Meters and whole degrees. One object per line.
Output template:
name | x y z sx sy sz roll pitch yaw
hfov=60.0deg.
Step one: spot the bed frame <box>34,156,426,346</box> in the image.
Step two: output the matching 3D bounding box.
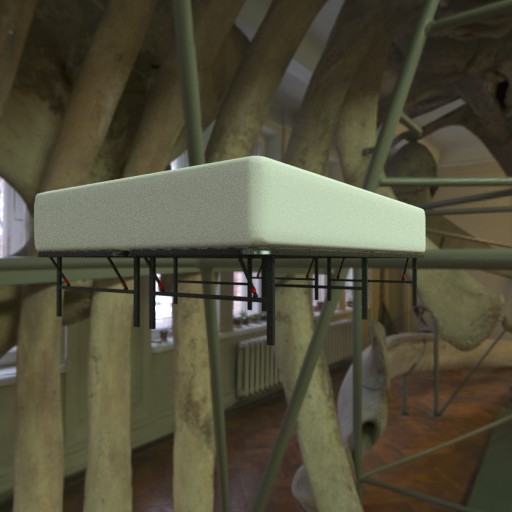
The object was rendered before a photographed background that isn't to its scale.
bed frame | 0.000 0.000 2.756 1.528 0.677 2.037 0 -1 36
